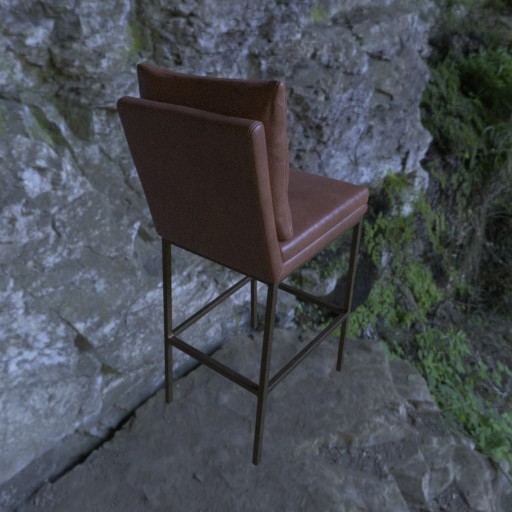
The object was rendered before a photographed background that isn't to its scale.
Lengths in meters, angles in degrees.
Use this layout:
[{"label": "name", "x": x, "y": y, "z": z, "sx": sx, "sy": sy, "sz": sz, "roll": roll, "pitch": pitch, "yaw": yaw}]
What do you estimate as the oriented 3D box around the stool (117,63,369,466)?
[{"label": "stool", "x": 0.000, "y": 0.000, "z": 1.394, "sx": 0.463, "sy": 1.124, "sz": 0.571, "roll": 21, "pitch": 36, "yaw": 32}]
